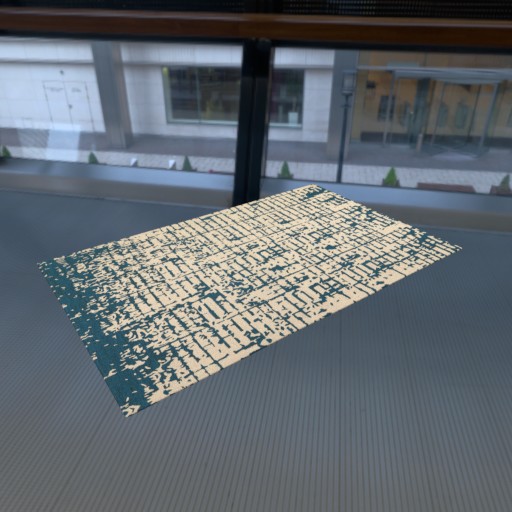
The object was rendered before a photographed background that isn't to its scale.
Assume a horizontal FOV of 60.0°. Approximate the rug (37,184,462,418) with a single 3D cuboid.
[{"bbox_3d":[0.000,0.000,2.982,2.435,0.011,1.517,-20,36,-31],"label":"rug"}]
